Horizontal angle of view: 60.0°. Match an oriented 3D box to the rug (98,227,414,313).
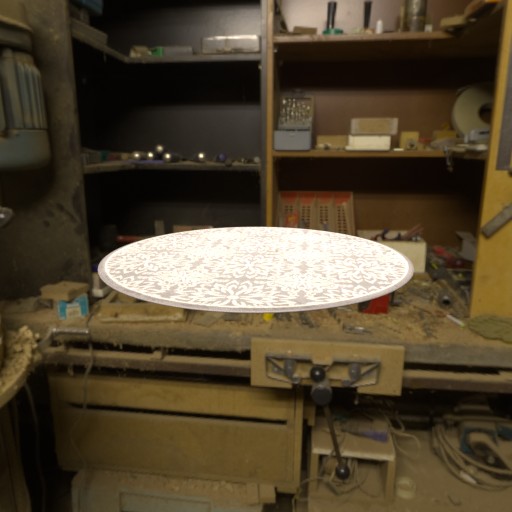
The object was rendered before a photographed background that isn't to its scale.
[{"bbox_3d":[0.000,0.000,2.361,1.593,0.012,1.593,0,15,0],"label":"rug"}]
